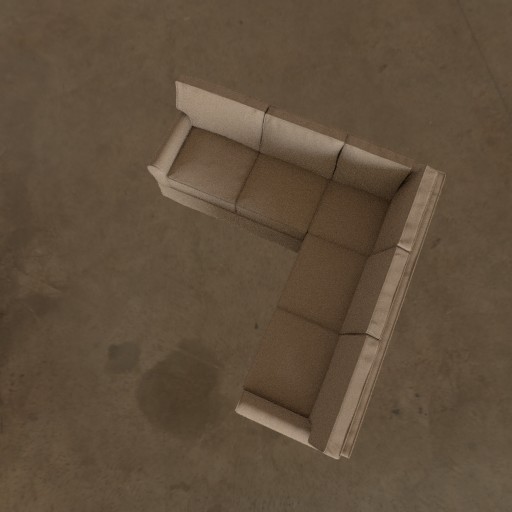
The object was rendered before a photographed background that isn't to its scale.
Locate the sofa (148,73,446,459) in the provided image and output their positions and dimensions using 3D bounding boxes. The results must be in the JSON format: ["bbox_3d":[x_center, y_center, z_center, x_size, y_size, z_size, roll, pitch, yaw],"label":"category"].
[{"bbox_3d":[0.000,0.000,4.247,2.730,1.124,2.733,23,75,6],"label":"sofa"}]
